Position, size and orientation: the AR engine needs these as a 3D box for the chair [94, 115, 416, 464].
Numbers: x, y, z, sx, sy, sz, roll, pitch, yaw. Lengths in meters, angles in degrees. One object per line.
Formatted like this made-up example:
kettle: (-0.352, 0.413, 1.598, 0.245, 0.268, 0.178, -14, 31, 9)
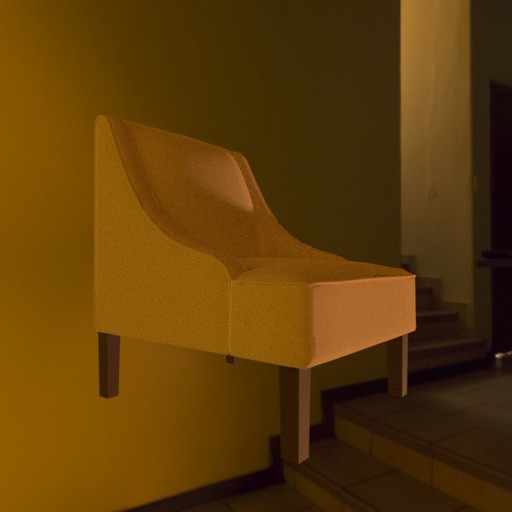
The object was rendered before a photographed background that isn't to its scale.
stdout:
chair: (0.000, 0.000, 1.415, 0.806, 0.886, 0.689, 0, -1, 39)
